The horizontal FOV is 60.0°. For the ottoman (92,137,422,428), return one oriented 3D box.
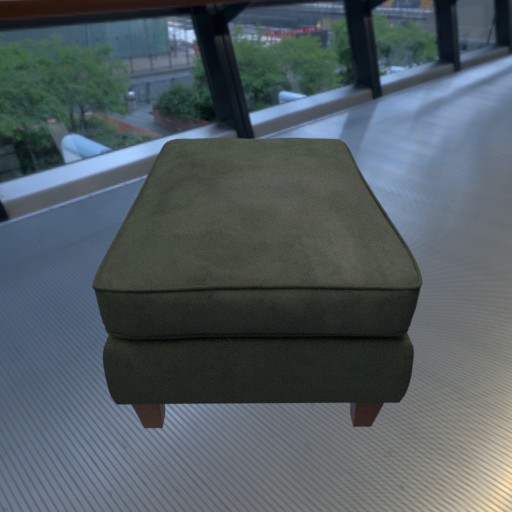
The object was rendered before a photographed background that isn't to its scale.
[{"bbox_3d":[0.000,0.000,1.241,0.632,0.495,0.864,0,32,0],"label":"ottoman"}]
